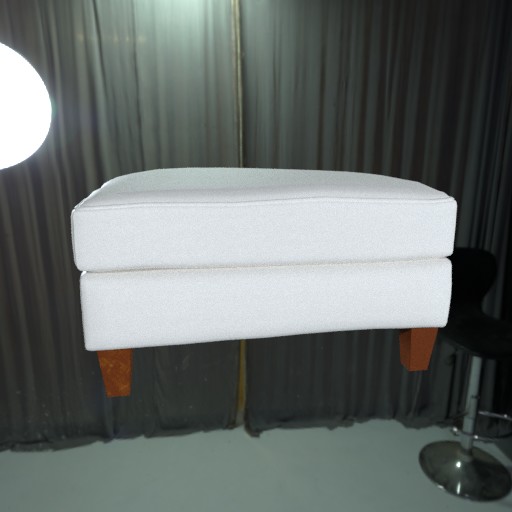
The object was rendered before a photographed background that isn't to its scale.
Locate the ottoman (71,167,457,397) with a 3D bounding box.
[{"bbox_3d":[0.000,0.000,1.219,0.818,0.479,0.634,-2,14,-9],"label":"ottoman"}]
